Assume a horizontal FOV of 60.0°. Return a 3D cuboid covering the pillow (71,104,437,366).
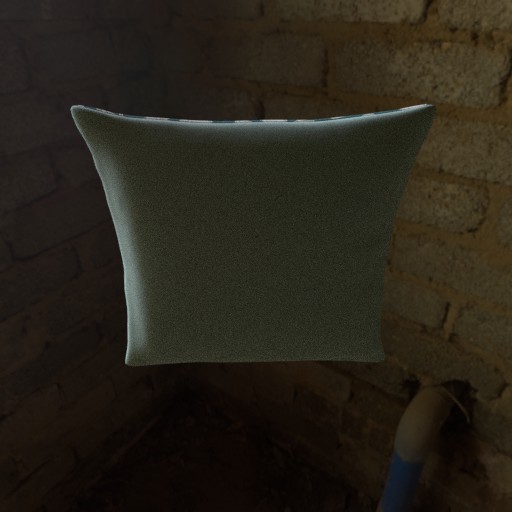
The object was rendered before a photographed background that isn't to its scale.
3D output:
[{"bbox_3d":[0.000,0.000,0.766,0.525,0.508,0.166,-1,31,-1],"label":"pillow"}]
